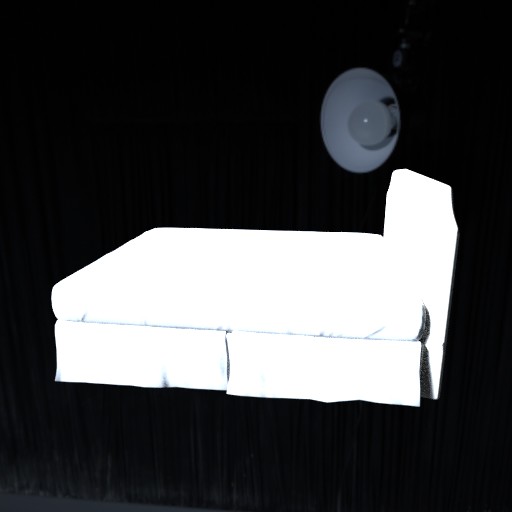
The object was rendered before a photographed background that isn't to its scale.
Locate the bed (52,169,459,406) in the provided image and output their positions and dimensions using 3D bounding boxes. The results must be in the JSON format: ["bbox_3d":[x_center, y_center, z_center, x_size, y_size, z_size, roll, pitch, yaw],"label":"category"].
[{"bbox_3d":[0.000,0.000,3.535,2.498,1.293,1.977,2,15,8],"label":"bed"}]
